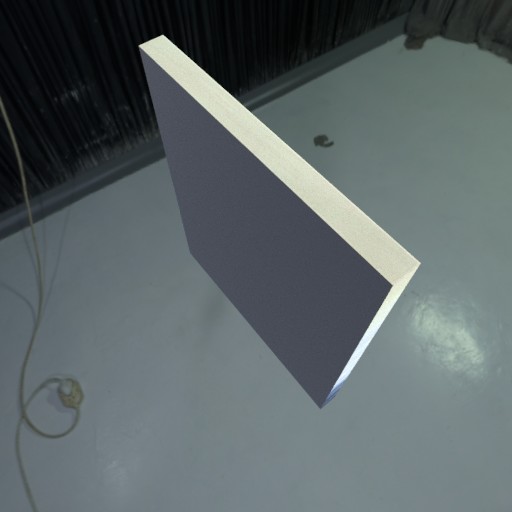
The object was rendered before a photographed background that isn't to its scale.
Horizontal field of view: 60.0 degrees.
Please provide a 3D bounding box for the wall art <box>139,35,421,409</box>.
[{"bbox_3d":[0.000,0.000,0.702,0.037,0.511,0.435,-34,65,-18],"label":"wall art"}]
